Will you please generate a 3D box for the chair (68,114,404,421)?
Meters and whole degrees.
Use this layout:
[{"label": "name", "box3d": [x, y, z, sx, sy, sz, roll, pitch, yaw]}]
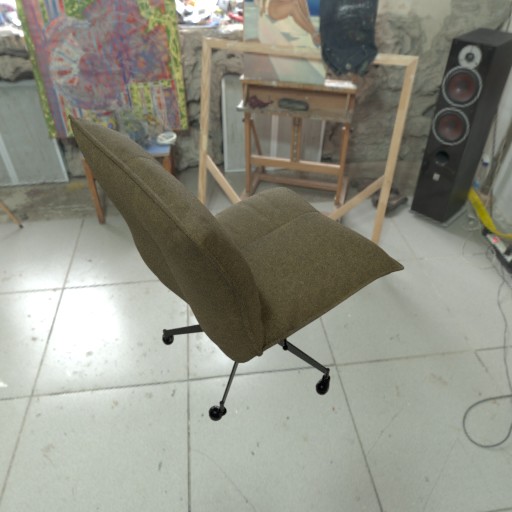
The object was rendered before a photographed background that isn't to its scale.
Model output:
[{"label": "chair", "box3d": [0.000, 0.000, 1.271, 0.696, 0.811, 0.597, -26, 46, -27]}]
